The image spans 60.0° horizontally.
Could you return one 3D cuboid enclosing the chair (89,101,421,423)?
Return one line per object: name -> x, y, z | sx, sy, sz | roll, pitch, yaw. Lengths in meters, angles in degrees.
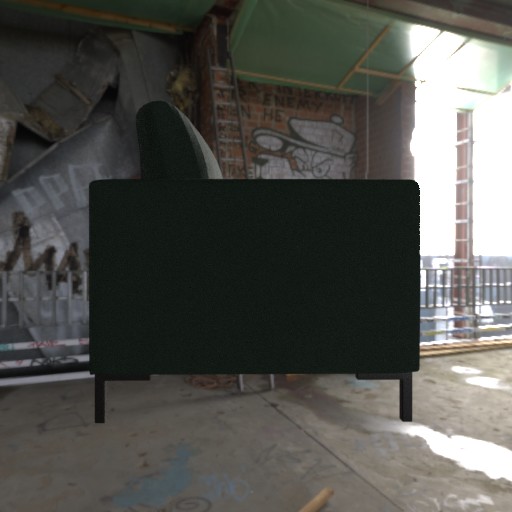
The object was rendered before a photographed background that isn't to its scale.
chair -> 0.000, 0.000, 1.582 | 0.866, 0.861, 0.963 | 0, 0, -1
